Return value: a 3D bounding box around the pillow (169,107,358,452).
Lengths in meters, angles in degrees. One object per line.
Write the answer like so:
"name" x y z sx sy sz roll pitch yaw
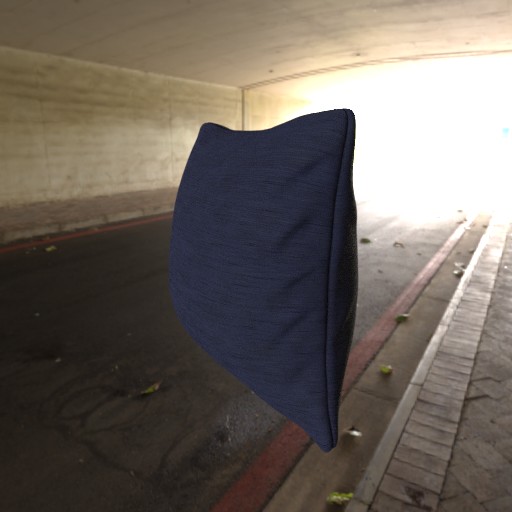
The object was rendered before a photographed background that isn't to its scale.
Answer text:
"pillow" 0.000 0.000 0.688 0.246 0.414 0.432 -7 16 -26
